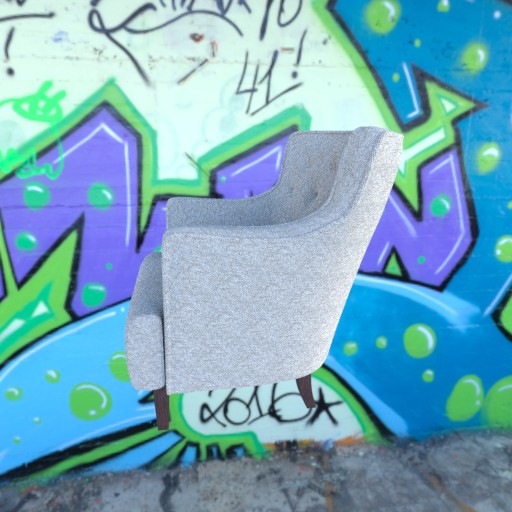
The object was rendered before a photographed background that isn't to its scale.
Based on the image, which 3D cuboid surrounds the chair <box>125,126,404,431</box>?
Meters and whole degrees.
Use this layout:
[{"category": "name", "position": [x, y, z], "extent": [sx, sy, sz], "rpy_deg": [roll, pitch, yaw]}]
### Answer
[{"category": "chair", "position": [0.000, 0.000, 1.682], "extent": [0.910, 0.920, 0.820], "rpy_deg": [-3, 15, -10]}]
